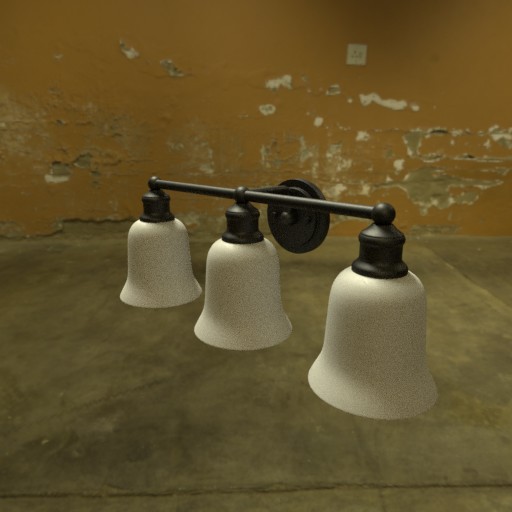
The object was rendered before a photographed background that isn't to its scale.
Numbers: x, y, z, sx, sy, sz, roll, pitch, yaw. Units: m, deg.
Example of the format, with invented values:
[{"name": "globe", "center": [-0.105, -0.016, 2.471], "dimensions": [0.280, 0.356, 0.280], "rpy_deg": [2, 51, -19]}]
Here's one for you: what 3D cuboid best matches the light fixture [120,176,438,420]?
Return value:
[{"name": "light fixture", "center": [0.000, 0.000, 0.649], "dimensions": [0.570, 0.211, 0.198], "rpy_deg": [15, 21, 42]}]
